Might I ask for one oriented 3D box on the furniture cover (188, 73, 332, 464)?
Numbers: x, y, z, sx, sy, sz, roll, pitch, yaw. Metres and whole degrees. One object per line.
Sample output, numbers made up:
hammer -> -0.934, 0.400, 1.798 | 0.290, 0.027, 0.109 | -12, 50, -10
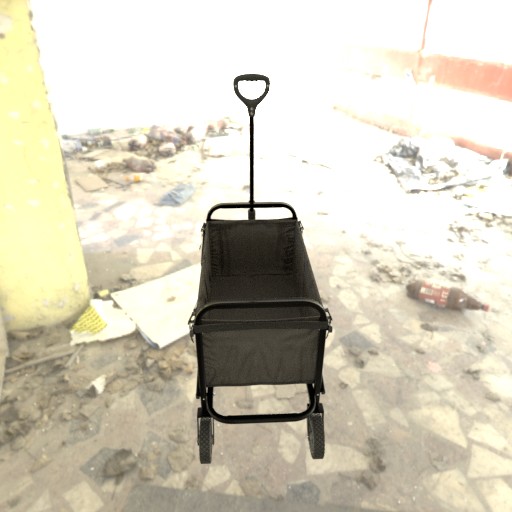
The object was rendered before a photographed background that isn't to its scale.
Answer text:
furniture cover -> 0.000, 0.000, 1.815 | 0.532, 1.295, 1.038 | -1, 30, -2
